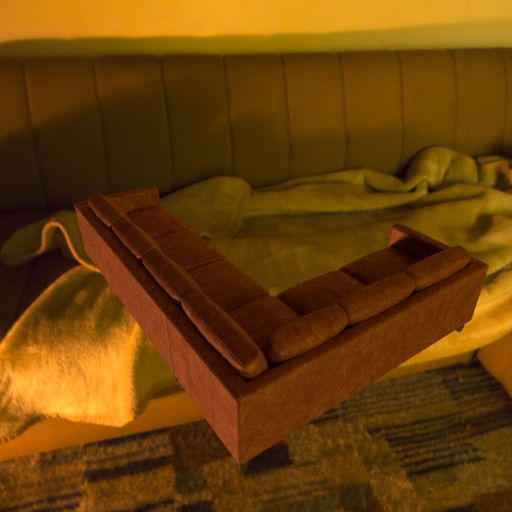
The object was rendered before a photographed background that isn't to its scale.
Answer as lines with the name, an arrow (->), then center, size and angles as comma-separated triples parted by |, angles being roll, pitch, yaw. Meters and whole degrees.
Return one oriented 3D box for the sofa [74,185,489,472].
sofa -> 0.000, 0.000, 4.243 | 2.438, 0.838, 3.150 | -20, 37, -29
